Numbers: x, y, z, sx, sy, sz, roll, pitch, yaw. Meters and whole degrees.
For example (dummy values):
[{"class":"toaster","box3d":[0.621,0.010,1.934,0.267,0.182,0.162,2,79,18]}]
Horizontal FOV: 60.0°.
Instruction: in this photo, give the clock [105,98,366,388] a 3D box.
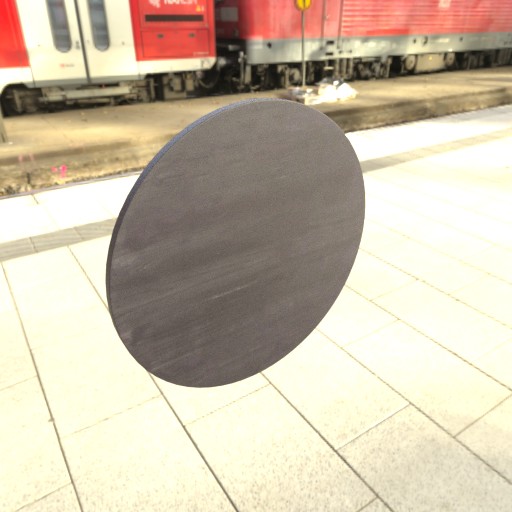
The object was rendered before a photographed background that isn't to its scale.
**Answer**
[{"class":"clock","box3d":[0.000,0.000,0.880,0.595,0.595,0.029,-19,34,-31]}]
